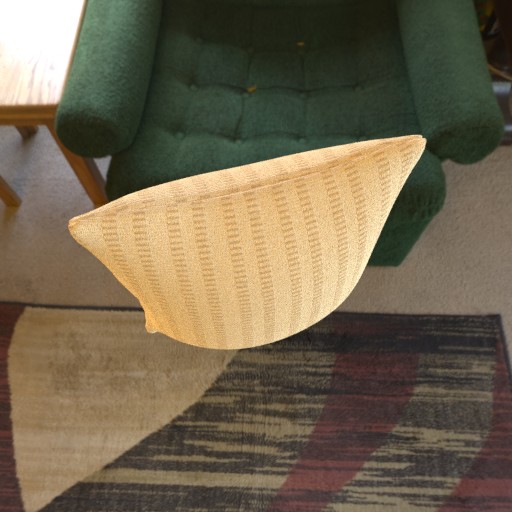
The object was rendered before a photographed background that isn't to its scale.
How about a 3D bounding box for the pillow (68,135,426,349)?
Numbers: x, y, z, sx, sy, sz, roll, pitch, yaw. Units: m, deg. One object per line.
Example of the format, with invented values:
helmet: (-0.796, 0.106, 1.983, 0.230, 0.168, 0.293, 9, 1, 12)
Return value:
pillow: (0.000, 0.000, 0.697, 0.438, 0.419, 0.247, -15, 65, -7)
